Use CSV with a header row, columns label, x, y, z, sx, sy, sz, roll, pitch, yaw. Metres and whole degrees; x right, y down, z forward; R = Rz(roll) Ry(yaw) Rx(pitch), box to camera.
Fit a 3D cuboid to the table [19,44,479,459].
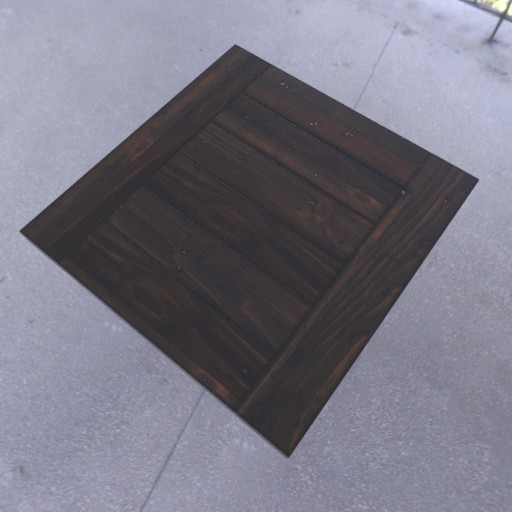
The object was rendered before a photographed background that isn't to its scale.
label,x,y,z,sx,sy,sz,roll,pitch,yaw
table,0.000,0.000,1.004,0.593,0.437,0.606,35,69,15
